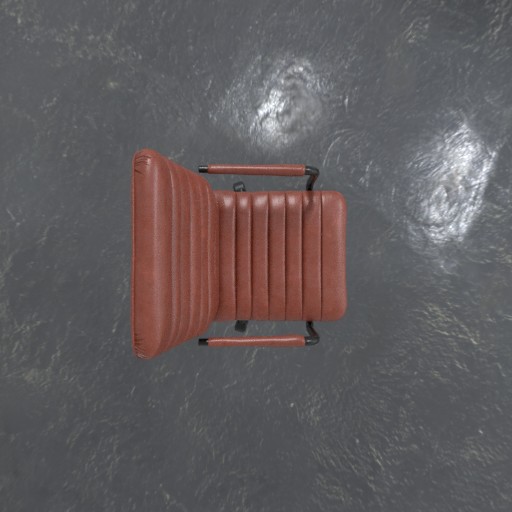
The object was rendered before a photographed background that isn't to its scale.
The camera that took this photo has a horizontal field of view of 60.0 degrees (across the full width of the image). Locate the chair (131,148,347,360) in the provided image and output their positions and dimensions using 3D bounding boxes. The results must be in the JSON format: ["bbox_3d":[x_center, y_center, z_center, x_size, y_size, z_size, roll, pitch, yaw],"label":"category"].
[{"bbox_3d":[0.000,0.000,1.317,0.580,0.979,0.608,0,90,0],"label":"chair"}]
